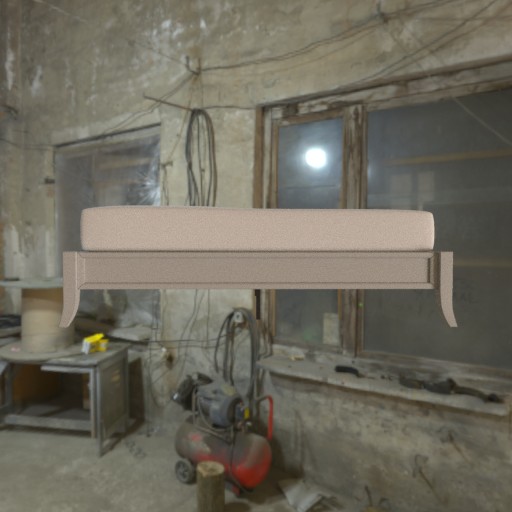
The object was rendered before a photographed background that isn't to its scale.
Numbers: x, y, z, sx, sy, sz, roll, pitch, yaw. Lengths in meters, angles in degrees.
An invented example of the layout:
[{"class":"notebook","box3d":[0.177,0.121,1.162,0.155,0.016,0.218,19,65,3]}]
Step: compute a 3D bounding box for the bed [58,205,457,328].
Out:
[{"class":"bed","box3d":[0.000,0.000,2.823,1.604,0.510,2.108,0,2,-1]}]
